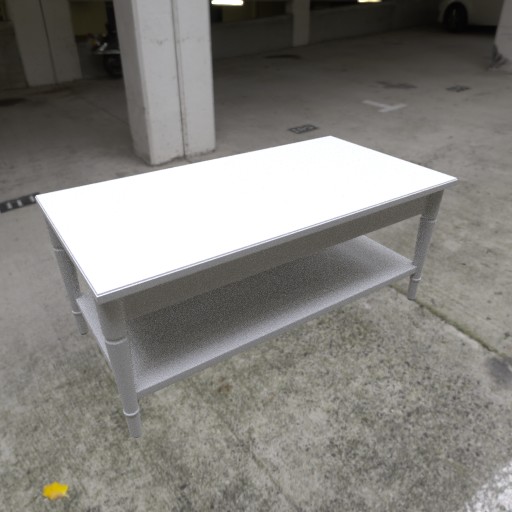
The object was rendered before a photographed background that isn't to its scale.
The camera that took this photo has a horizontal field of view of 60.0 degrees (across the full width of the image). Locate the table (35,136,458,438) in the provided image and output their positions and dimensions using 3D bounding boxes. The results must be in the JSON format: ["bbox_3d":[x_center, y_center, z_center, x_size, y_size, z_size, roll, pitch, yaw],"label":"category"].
[{"bbox_3d":[0.000,0.000,1.369,1.067,0.457,0.559,-19,35,-29],"label":"table"}]
